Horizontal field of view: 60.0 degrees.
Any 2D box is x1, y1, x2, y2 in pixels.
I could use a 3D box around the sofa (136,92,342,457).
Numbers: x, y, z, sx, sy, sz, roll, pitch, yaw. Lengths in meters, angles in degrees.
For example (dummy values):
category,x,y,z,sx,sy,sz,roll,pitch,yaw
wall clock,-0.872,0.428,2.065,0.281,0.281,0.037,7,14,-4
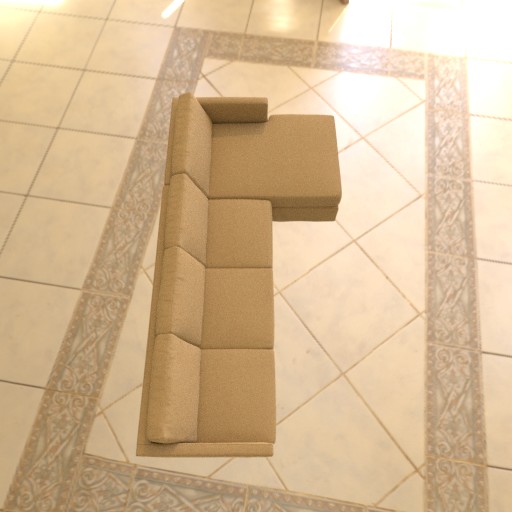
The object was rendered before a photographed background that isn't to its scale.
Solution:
category,x,y,z,sx,sy,sz,roll,pitch,yaw
sofa,0.000,0.000,3.840,1.622,0.867,3.177,0,65,0
